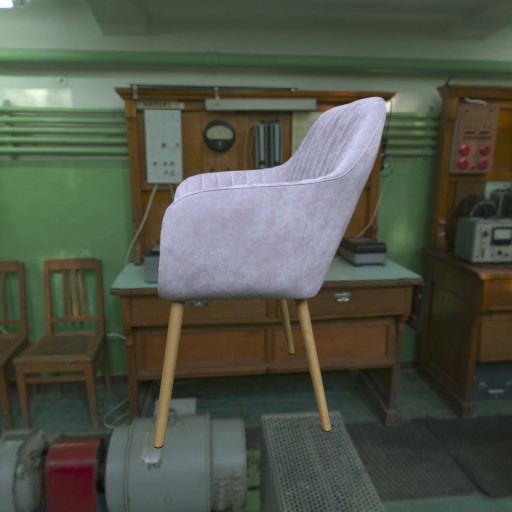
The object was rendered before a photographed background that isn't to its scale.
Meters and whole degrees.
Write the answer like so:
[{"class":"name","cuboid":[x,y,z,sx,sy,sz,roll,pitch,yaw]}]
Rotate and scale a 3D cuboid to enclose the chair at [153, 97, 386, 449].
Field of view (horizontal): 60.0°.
[{"class":"chair","cuboid":[0.000,0.000,1.252,0.570,0.832,0.610,-2,14,-7]}]
